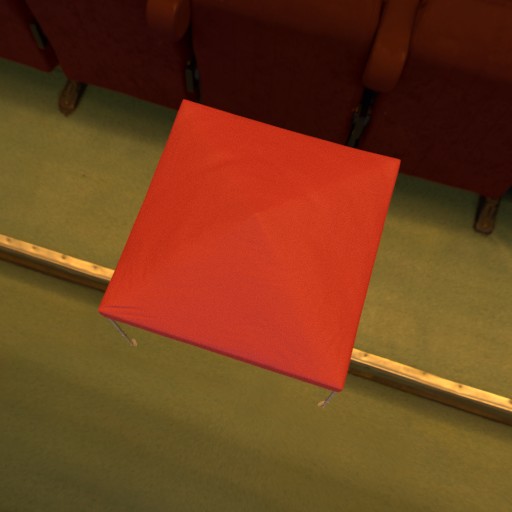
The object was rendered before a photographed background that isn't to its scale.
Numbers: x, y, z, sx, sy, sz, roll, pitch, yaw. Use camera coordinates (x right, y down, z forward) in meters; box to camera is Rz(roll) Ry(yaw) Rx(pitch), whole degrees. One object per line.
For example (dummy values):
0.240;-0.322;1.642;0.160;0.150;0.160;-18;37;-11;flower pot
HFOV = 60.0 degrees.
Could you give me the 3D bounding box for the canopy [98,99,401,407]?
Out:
0.000;0.000;6.537;3.600;3.600;3.599;17;76;4;canopy
